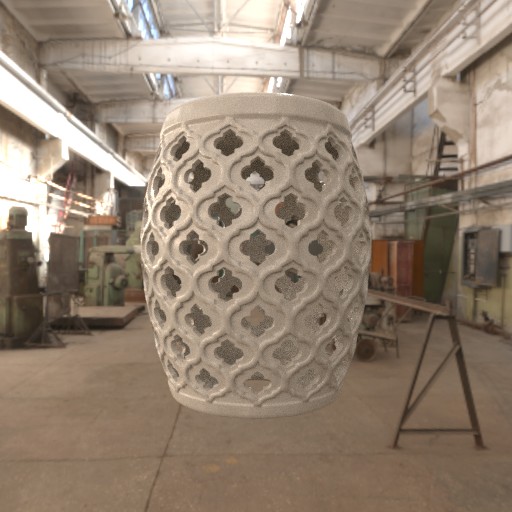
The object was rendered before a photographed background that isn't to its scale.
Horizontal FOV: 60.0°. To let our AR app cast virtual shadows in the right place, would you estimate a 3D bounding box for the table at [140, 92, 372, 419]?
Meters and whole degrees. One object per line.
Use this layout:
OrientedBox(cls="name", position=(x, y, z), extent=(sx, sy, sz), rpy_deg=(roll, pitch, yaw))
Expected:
OrientedBox(cls="table", position=(0.000, 0.000, 0.645), extent=(0.325, 0.388, 0.325), rpy_deg=(0, 1, 0))
